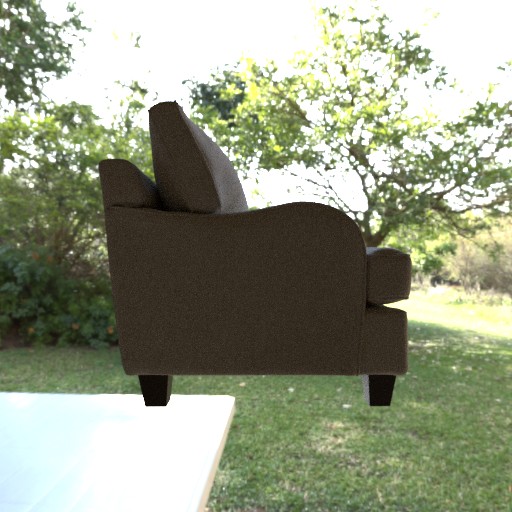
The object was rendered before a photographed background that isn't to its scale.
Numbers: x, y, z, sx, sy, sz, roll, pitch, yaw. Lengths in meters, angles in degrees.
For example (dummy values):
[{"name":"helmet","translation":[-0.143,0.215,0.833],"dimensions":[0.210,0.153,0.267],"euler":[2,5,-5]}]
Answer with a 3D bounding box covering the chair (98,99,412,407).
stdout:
[{"name":"chair","translation":[0.000,0.000,2.019],"dimensions":[1.041,1.016,1.220],"euler":[0,-1,-1]}]
